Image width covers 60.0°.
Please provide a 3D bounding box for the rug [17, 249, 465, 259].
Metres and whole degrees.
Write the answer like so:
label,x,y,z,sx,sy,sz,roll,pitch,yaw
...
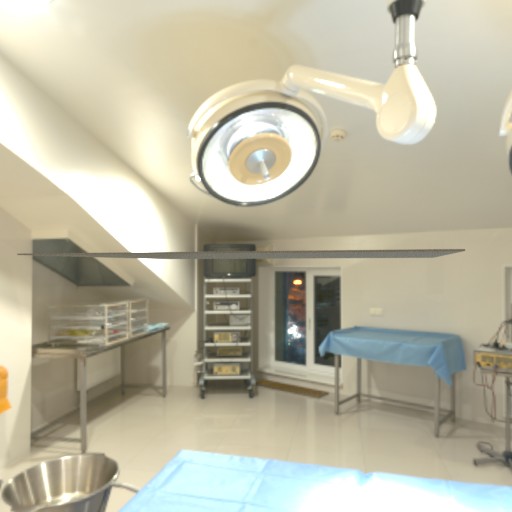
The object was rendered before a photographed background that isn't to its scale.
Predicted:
label,x,y,z,sx,sy,sz,roll,pitch,yaw
rug,0.000,0.000,2.843,2.235,0.008,1.600,0,-1,18
